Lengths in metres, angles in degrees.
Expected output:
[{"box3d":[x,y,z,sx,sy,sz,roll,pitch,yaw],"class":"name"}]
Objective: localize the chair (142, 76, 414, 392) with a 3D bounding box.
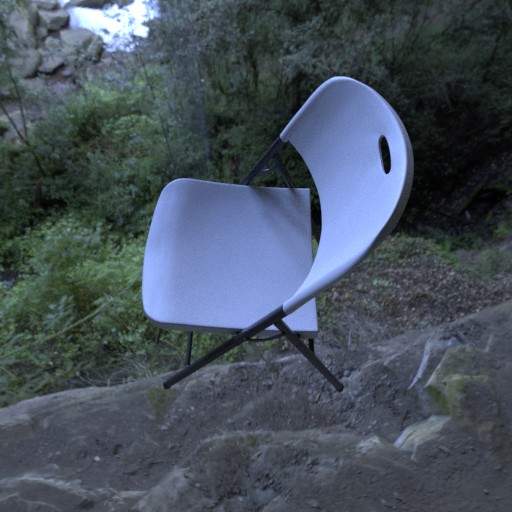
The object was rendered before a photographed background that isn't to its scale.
[{"box3d":[0.000,0.000,1.147,0.566,0.810,0.494,1,59,0],"class":"chair"}]
